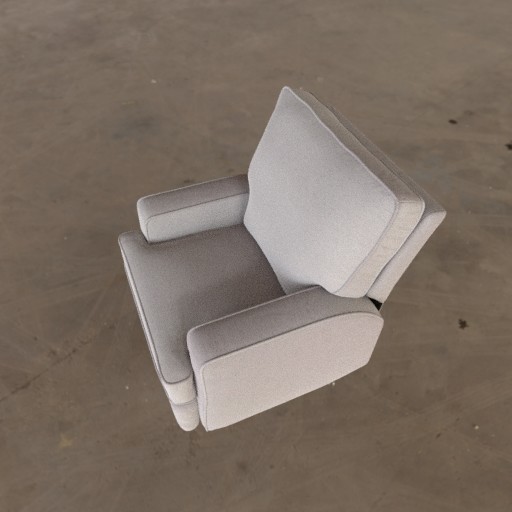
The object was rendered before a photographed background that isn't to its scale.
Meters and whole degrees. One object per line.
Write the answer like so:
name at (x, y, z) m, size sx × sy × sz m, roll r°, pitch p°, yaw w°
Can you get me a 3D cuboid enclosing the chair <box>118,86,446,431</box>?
chair at (0.000, 0.000, 1.722) m, size 0.969 × 0.964 × 0.861 m, roll -18°, pitch 50°, yaw -16°
